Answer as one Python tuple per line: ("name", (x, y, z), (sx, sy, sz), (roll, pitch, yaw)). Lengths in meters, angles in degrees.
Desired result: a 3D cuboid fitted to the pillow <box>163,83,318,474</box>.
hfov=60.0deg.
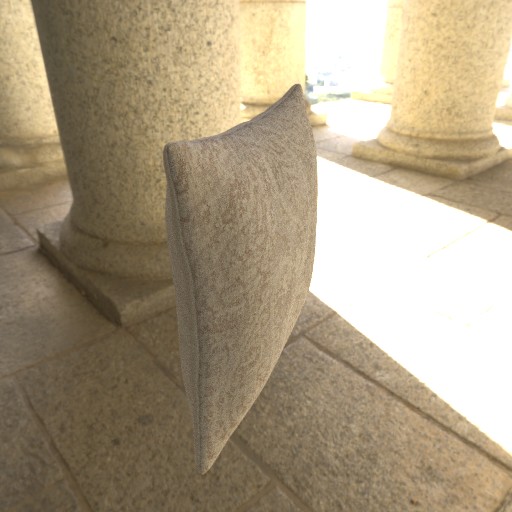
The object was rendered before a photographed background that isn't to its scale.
("pillow", (0.000, 0.000, 0.778), (0.166, 0.510, 0.523), (10, 30, 18))
